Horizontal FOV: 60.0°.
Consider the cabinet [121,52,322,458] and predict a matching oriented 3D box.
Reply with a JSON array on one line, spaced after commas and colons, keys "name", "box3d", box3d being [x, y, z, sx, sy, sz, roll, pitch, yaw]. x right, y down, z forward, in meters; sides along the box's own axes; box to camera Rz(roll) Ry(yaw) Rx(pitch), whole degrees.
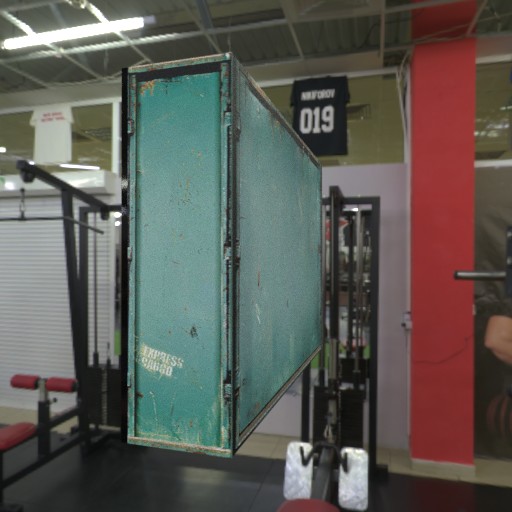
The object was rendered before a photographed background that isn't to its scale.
[{"name": "cabinet", "box3d": [0.000, 0.000, 3.885, 0.680, 2.160, 3.001, 0, 0, 18]}]
